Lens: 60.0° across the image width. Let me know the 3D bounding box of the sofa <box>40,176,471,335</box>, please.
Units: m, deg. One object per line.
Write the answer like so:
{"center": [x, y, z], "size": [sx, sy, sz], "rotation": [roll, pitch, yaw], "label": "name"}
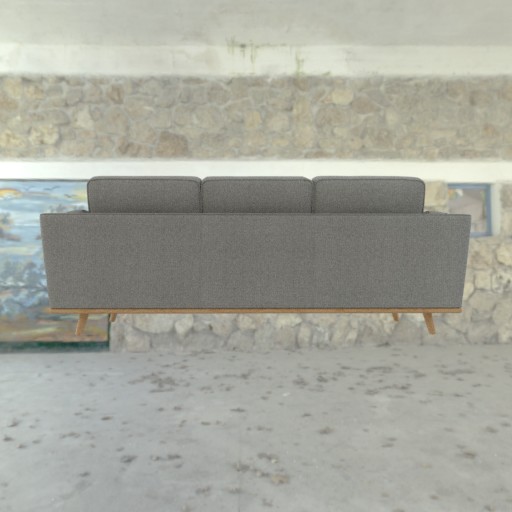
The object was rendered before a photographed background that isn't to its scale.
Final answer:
{"center": [0.000, 0.000, 2.800], "size": [2.362, 0.899, 0.903], "rotation": [0, -2, -1], "label": "sofa"}
